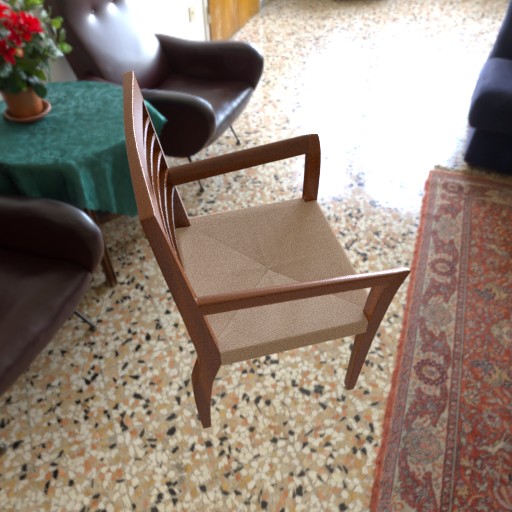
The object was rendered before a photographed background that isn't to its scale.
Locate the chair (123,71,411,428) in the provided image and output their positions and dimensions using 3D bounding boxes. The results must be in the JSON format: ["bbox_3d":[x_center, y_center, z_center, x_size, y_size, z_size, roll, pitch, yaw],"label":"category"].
[{"bbox_3d":[0.000,0.000,1.230,0.540,0.855,0.587,-11,47,-10],"label":"chair"}]
